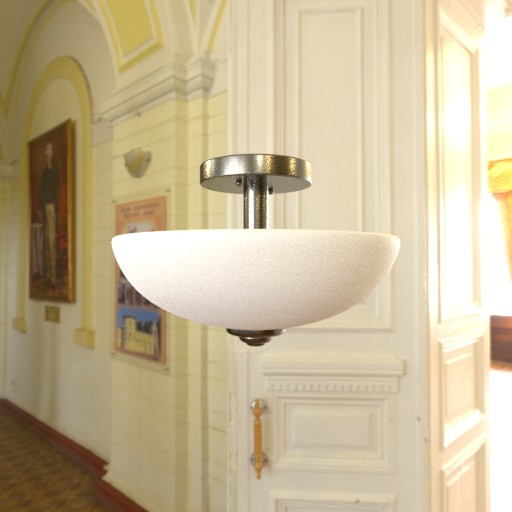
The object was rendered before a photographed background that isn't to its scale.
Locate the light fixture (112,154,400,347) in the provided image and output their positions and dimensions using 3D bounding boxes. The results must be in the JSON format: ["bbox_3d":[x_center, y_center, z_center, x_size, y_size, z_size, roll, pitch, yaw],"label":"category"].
[{"bbox_3d":[0.000,0.000,0.533,0.330,0.214,0.330,0,-1,0],"label":"light fixture"}]
